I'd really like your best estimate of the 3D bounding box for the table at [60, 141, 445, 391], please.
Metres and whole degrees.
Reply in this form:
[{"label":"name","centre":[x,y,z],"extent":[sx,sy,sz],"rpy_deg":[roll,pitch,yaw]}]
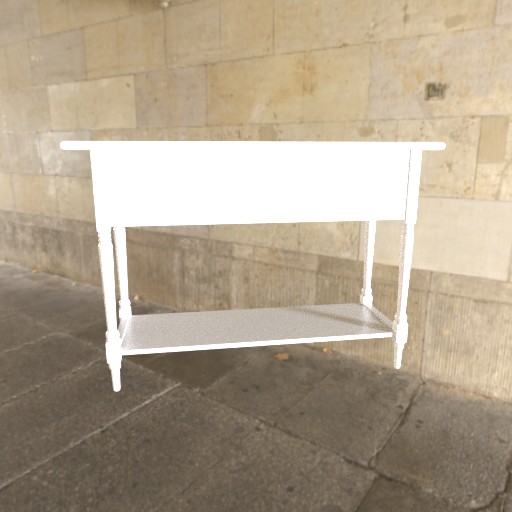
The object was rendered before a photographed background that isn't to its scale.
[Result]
[{"label":"table","centre":[0.000,0.000,1.635],"extent":[1.197,0.808,0.384],"rpy_deg":[-2,13,-9]}]
